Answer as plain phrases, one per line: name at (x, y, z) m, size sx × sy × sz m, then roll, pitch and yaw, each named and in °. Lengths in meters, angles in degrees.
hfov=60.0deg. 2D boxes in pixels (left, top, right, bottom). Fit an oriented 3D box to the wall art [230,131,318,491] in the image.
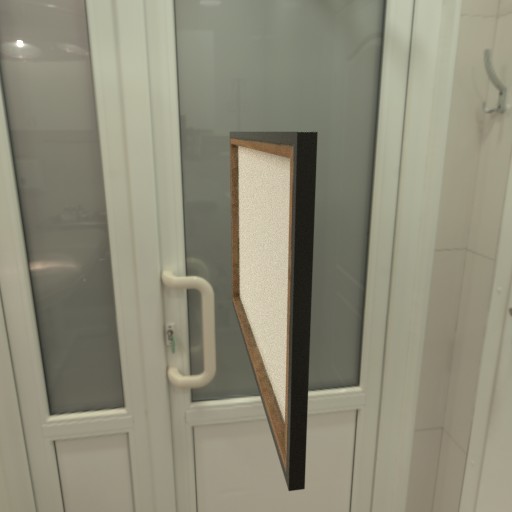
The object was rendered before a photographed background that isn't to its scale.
wall art at (0.000, 0.000, 0.825) m, size 0.022 × 0.446 × 0.659 m, roll -3°, pitch 16°, yaw -9°
